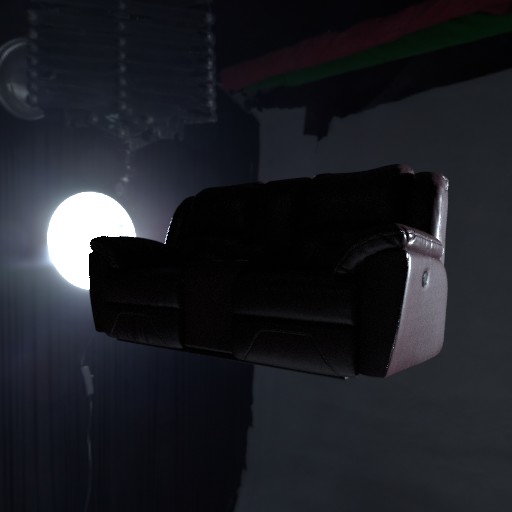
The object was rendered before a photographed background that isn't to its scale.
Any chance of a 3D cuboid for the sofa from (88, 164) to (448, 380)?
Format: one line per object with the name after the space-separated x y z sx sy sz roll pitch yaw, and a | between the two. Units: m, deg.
0.000 0.000 2.626 2.058 1.043 0.991 0 0 35 | sofa
